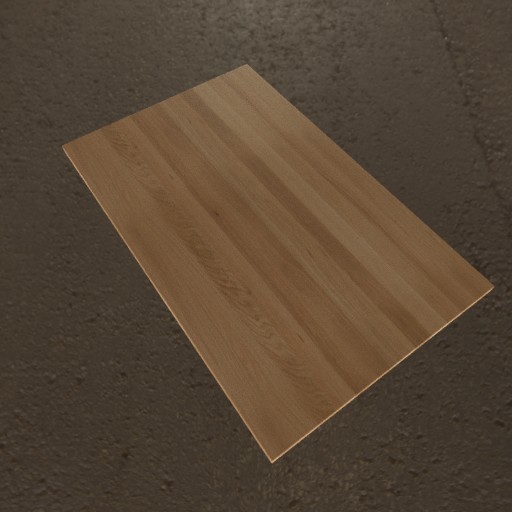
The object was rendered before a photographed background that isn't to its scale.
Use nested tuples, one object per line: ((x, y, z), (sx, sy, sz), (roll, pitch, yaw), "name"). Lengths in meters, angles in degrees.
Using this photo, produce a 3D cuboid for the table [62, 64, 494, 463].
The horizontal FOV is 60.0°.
((0.000, 0.000, 1.466), (0.700, 0.510, 1.100), (-31, 63, -18), "table")
